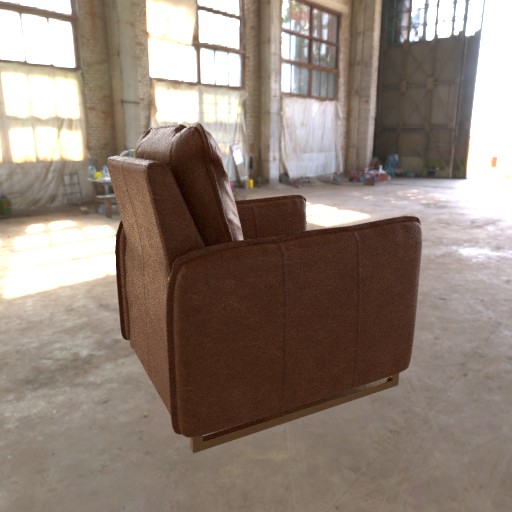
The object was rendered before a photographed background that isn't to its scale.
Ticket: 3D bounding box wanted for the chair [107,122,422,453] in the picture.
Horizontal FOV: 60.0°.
[{"bbox_3d":[0.000,0.000,1.641,0.922,0.922,0.830,-7,16,-27],"label":"chair"}]
